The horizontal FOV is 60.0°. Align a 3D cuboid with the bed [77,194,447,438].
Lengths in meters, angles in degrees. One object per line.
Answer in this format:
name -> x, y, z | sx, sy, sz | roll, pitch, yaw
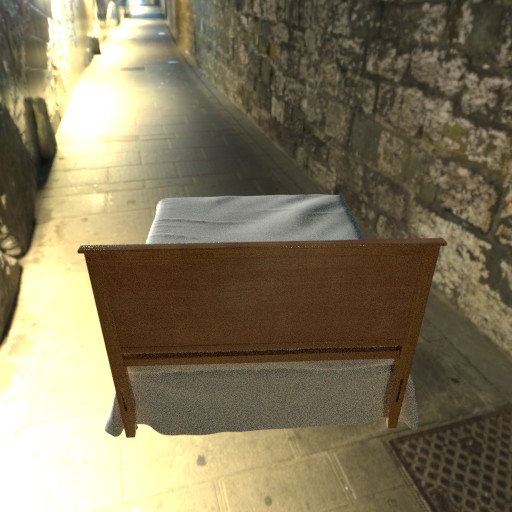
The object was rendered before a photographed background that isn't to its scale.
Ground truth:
bed -> 0.000, 0.000, 3.150 | 1.870, 1.273, 2.035 | -1, 31, -2
